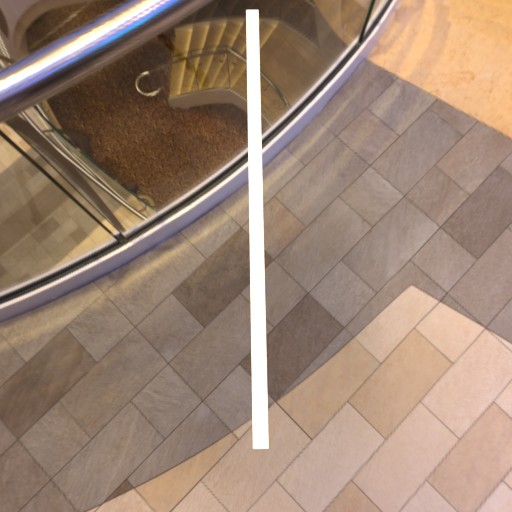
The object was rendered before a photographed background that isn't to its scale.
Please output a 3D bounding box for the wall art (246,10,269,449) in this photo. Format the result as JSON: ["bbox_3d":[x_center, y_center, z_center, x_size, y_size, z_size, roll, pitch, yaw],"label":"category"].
[{"bbox_3d":[0.000,0.000,0.963,0.020,0.661,0.664,-1,77,0],"label":"wall art"}]
